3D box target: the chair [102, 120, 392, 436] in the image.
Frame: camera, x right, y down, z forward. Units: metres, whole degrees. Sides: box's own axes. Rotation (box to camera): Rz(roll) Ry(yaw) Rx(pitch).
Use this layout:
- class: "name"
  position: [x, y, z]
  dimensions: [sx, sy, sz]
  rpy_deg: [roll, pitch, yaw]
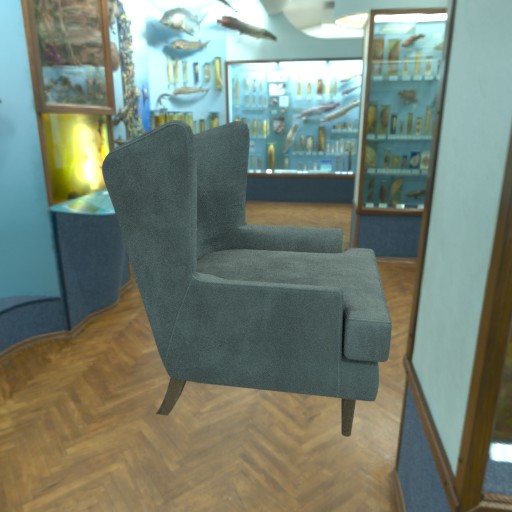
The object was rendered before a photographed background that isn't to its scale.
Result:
- class: "chair"
  position: [0.000, 0.000, 1.625]
  dimensions: [0.906, 0.950, 0.784]
  rpy_deg: [3, 17, 10]
